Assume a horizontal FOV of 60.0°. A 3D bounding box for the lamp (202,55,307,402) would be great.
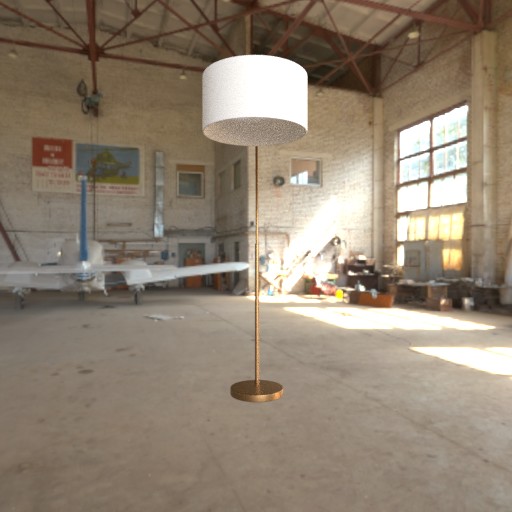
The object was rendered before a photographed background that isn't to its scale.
[{"bbox_3d":[0.000,0.000,2.571,0.493,1.927,1.434,0,0,1],"label":"lamp"}]
